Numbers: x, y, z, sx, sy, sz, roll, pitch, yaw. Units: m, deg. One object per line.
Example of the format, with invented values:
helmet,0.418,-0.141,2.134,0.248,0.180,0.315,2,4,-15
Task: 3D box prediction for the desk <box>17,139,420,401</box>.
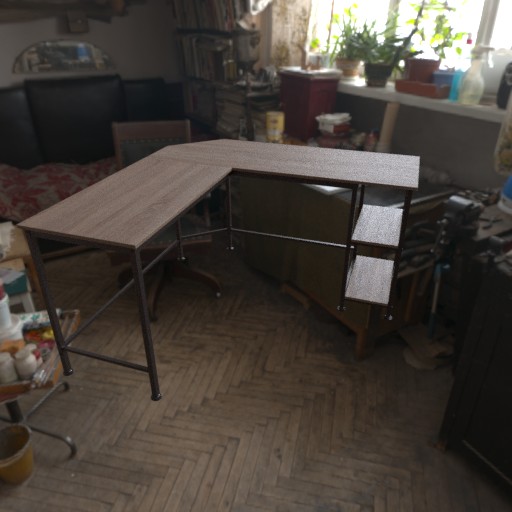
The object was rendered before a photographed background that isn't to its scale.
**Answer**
desk,0.000,0.000,2.174,1.379,0.739,1.379,9,30,16
